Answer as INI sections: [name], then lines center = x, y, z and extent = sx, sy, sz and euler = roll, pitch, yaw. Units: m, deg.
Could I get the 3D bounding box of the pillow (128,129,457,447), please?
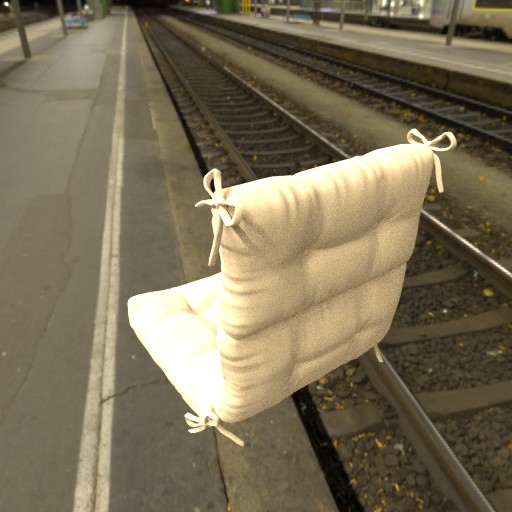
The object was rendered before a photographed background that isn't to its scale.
[pillow]
center = 0.000, 0.000, 1.003
extent = 0.519, 0.605, 0.571
euler = -20, 36, -30
